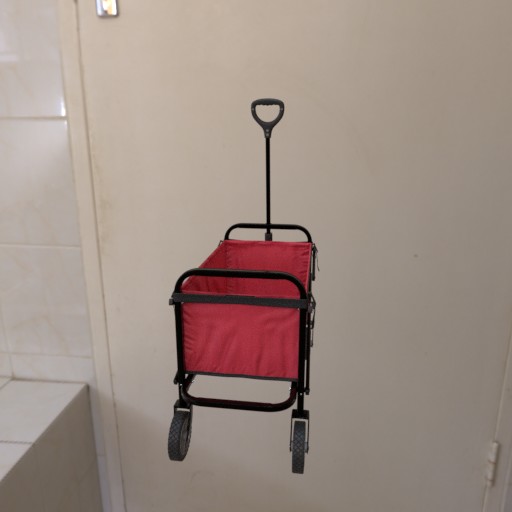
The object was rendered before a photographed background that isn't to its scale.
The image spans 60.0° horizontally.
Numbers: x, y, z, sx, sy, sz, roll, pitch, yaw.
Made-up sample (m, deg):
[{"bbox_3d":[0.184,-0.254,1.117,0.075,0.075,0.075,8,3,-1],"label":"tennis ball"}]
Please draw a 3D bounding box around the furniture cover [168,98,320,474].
[{"bbox_3d":[0.000,0.000,1.840,0.532,1.295,1.038,2,15,8],"label":"furniture cover"}]
